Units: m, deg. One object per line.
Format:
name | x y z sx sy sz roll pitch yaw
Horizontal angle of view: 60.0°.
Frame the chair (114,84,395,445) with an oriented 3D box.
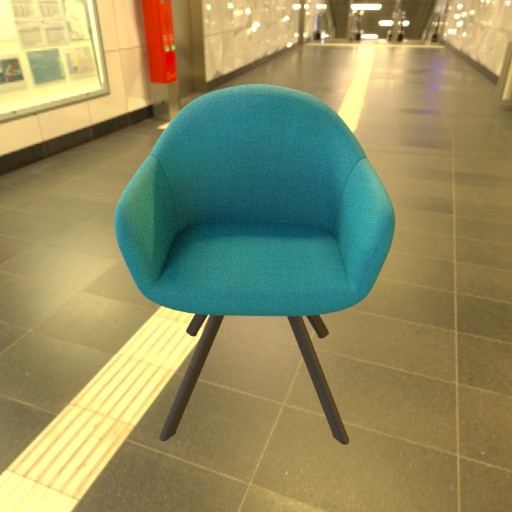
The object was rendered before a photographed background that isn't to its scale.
chair | 0.000 0.000 1.183 0.590 0.795 0.550 1 30 1
